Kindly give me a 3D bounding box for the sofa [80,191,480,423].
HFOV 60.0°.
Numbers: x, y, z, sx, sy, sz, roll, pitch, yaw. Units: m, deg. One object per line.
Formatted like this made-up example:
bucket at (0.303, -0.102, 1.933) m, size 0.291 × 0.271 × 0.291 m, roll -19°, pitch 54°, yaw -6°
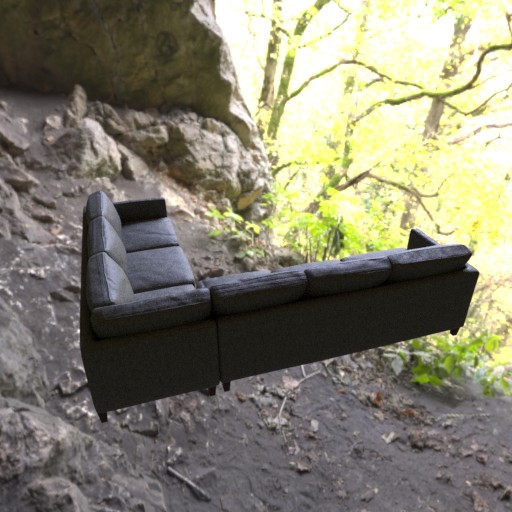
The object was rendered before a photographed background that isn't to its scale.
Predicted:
sofa at (0.000, 0.000, 4.523) m, size 3.302 × 0.947 × 2.593 m, roll -9°, pitch 31°, yaw -16°
